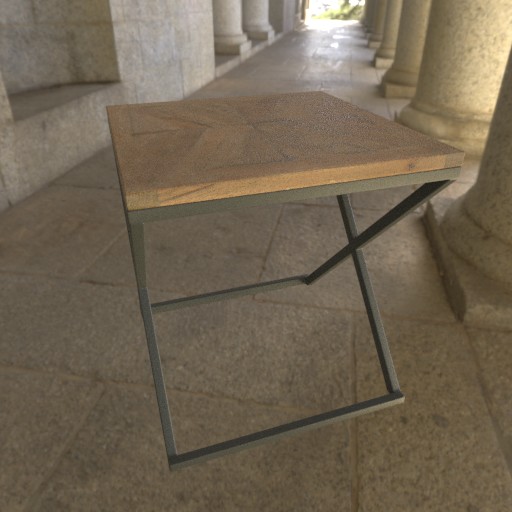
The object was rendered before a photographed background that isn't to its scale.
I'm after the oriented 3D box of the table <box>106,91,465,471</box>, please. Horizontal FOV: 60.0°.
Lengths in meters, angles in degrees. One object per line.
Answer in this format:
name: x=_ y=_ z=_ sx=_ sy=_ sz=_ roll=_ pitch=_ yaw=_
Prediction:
table: x=0.000 y=0.000 z=0.937 sx=0.499 sy=0.550 sz=0.498 roll=-10 pitch=32 yaw=-16
